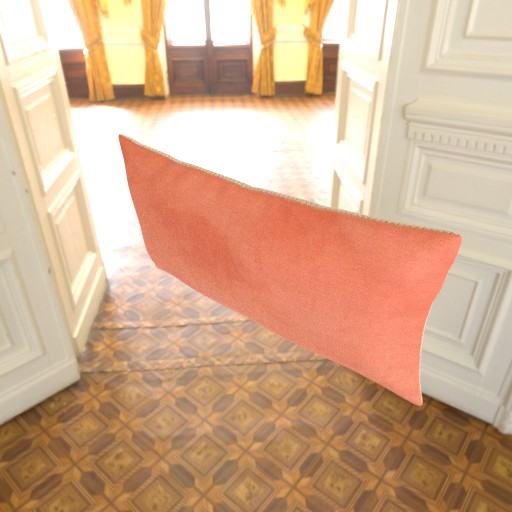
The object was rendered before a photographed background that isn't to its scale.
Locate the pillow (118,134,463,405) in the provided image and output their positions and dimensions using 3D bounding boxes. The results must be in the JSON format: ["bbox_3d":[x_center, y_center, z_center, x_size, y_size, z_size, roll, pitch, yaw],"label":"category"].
[{"bbox_3d":[0.000,0.000,0.730,0.608,0.307,0.155,23,38,33],"label":"pillow"}]
